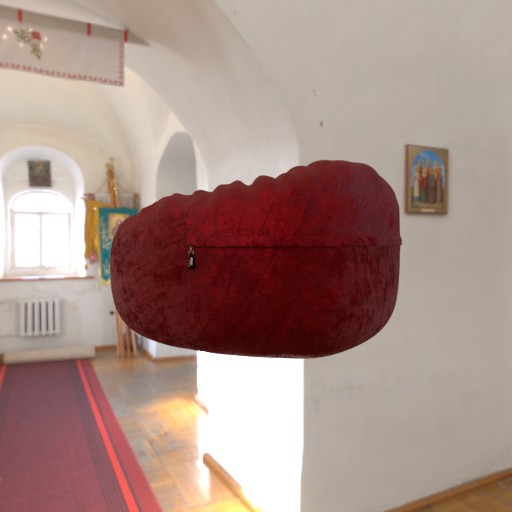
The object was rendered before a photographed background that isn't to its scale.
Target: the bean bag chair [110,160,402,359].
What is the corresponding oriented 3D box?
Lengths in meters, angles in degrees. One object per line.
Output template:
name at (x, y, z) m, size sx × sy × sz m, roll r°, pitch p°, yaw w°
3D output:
bean bag chair at (0.000, 0.000, 2.438) m, size 1.524 × 0.878 × 1.524 m, roll 1°, pitch 2°, yaw 18°
